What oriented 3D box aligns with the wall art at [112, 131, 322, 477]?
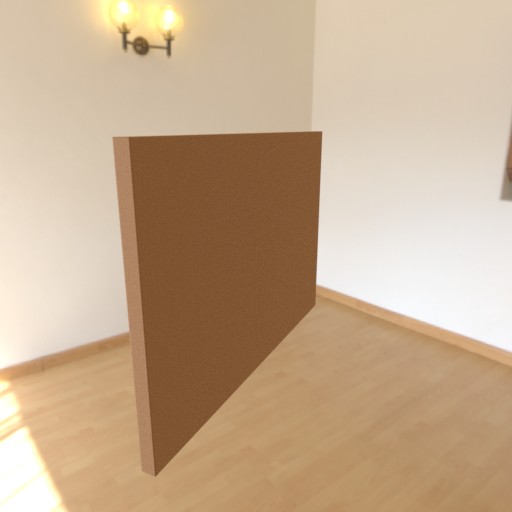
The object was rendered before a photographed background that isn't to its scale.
[{"bbox_3d":[0.000,0.000,1.138,0.033,0.608,0.915,8,18,25],"label":"wall art"}]
